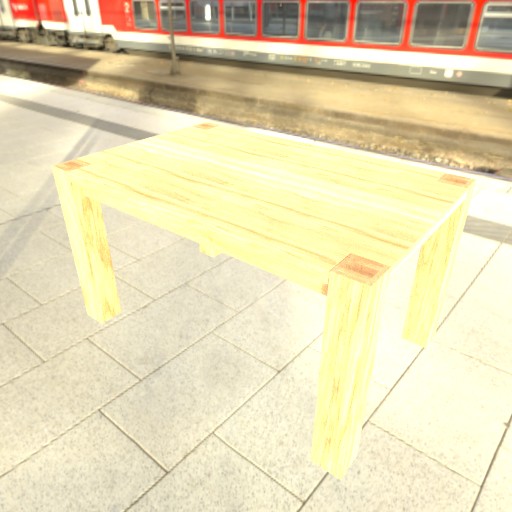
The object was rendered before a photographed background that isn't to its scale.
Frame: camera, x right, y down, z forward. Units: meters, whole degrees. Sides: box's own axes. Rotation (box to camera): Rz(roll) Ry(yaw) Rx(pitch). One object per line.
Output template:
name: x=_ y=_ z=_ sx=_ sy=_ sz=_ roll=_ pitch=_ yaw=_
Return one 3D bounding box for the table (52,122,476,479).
table: x=0.000 y=0.000 z=1.920 sx=1.400 sy=0.760 sz=0.900 roll=22 pitch=37 yaw=32
